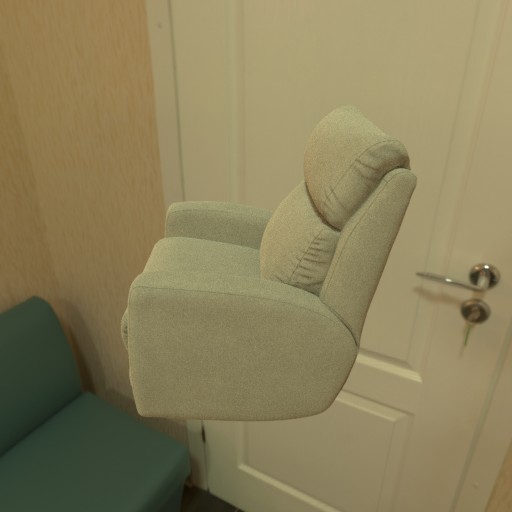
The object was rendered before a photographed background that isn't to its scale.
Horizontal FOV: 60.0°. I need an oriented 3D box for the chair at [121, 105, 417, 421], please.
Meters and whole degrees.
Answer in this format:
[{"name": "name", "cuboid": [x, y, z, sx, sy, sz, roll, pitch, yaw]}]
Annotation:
[{"name": "chair", "cuboid": [0.000, 0.000, 1.692, 0.940, 1.021, 0.794, 0, 27, 0]}]
